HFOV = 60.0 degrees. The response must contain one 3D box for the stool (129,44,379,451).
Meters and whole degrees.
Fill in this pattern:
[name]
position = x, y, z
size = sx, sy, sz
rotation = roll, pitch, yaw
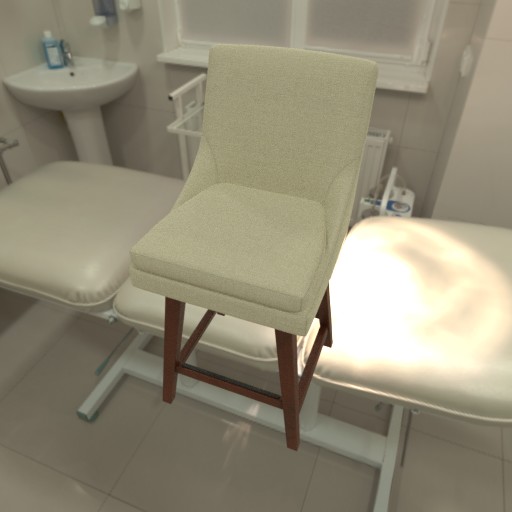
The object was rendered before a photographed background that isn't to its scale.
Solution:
[stool]
position = 0.000, 0.000, 1.271
size = 0.469, 0.991, 0.559
rotation = 14, 41, 16
